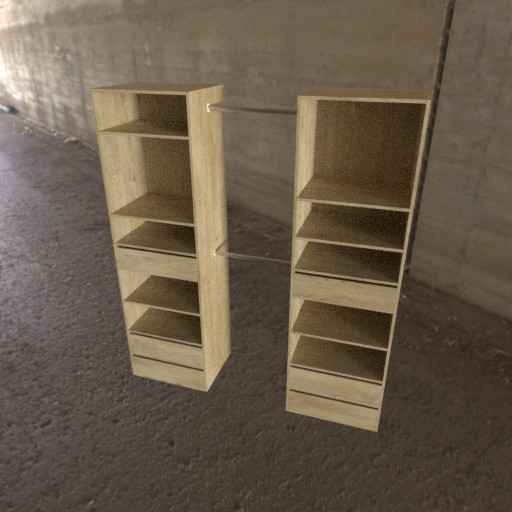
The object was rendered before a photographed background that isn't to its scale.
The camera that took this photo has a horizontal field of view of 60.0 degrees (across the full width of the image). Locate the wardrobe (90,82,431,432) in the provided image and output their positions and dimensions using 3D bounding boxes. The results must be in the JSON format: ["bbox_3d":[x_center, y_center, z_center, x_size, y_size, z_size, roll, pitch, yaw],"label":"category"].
[{"bbox_3d":[0.000,0.000,2.832,1.770,2.000,0.480,8,27,16],"label":"wardrobe"}]
